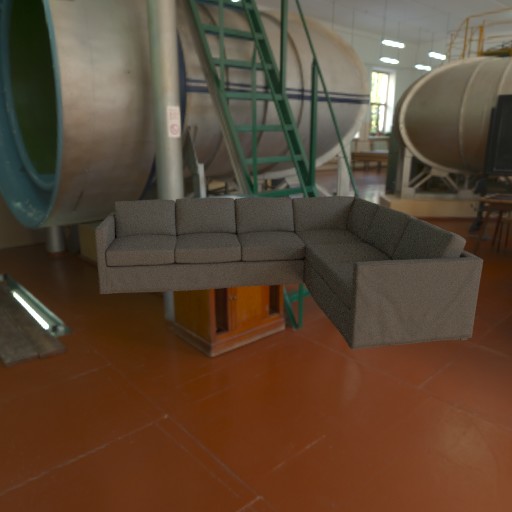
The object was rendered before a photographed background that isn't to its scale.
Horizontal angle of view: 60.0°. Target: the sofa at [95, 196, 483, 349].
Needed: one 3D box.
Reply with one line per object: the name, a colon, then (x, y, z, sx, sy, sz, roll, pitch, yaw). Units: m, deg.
sofa: (0.000, 0.000, 4.382, 3.182, 0.871, 2.432, -2, 16, -7)
